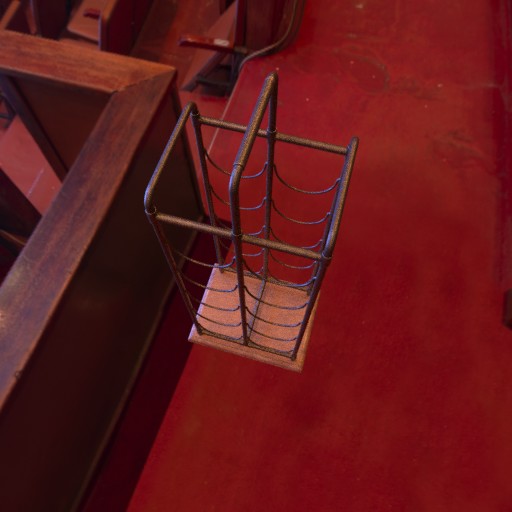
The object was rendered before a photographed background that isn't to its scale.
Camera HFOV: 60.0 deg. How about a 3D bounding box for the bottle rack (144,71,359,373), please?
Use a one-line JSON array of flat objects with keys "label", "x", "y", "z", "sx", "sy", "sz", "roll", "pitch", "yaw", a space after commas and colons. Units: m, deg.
[{"label": "bottle rack", "x": 0.000, "y": 0.000, "z": 0.782, "sx": 0.276, "sy": 0.680, "sz": 0.208, "roll": 14, "pitch": 65, "yaw": 7}]
